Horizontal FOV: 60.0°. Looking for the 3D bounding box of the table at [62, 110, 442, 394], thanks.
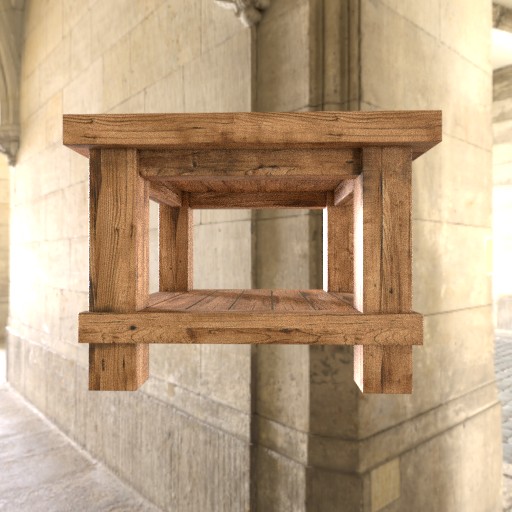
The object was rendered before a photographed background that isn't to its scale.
[{"bbox_3d":[0.000,0.000,1.013,0.610,0.457,0.610,0,0,2],"label":"table"}]
